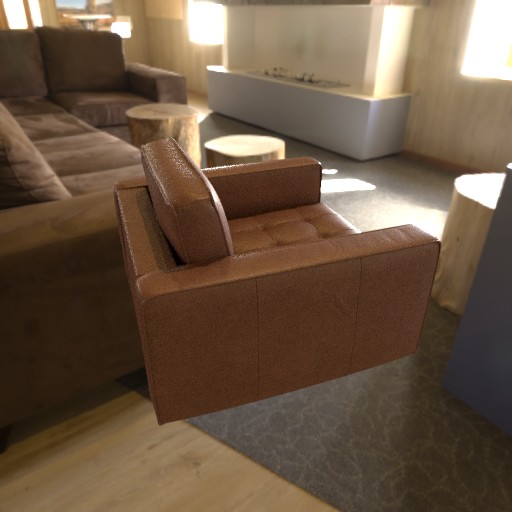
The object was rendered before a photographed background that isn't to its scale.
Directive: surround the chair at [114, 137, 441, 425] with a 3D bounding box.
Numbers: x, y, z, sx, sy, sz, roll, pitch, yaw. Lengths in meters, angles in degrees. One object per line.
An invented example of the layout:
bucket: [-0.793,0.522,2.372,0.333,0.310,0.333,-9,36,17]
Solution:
chair: [0.000,0.000,1.605,0.900,0.770,0.920,-10,31,-17]
